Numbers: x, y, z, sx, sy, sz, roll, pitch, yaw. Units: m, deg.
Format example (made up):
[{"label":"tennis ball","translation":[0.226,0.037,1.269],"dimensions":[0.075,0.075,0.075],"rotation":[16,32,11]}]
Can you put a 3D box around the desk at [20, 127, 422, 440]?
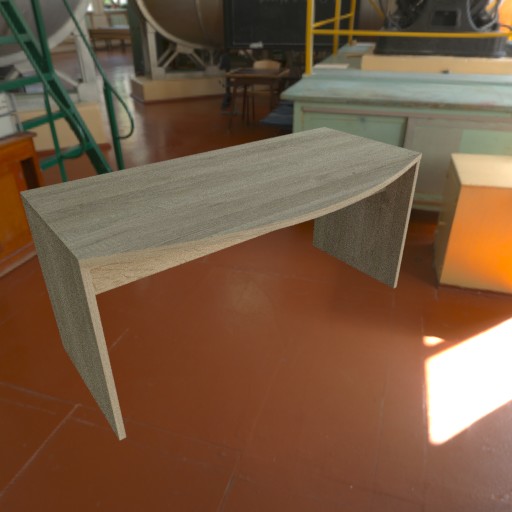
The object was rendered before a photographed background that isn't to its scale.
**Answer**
[{"label":"desk","translation":[0.000,0.000,1.985],"dimensions":[1.600,0.752,0.802],"rotation":[-21,36,-32]}]
